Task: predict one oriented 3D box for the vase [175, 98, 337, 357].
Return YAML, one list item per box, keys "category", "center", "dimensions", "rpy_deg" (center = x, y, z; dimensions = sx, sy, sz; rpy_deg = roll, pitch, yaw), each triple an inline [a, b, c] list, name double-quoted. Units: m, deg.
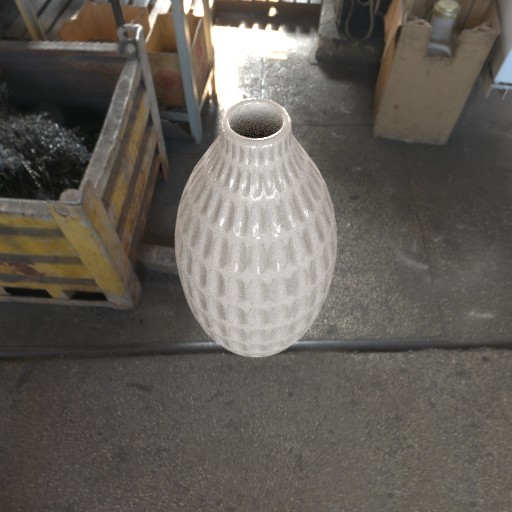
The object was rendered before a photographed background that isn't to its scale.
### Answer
- category: "vase"
  center: [0.000, 0.000, 0.361]
  dimensions: [0.127, 0.282, 0.127]
  rpy_deg: [0, 58, 0]
